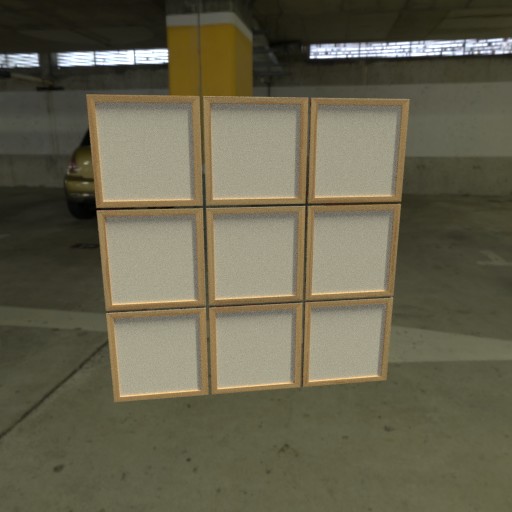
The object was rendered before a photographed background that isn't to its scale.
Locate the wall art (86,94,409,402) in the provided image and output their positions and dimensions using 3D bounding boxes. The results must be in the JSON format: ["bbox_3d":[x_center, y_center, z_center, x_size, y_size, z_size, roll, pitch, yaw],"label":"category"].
[{"bbox_3d":[0.000,0.000,1.349,0.904,0.913,0.013,-2,15,-8],"label":"wall art"}]
